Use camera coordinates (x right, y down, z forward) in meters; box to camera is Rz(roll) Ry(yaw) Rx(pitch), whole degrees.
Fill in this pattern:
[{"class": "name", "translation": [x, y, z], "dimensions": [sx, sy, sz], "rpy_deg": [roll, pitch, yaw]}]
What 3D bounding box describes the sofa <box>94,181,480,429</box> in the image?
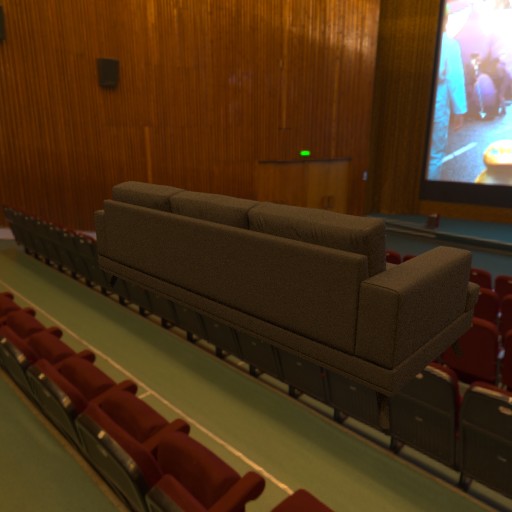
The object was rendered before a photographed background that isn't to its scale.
[{"class": "sofa", "translation": [0.000, 0.000, 2.697], "dimensions": [2.310, 0.810, 0.920], "rpy_deg": [15, 22, 42]}]
